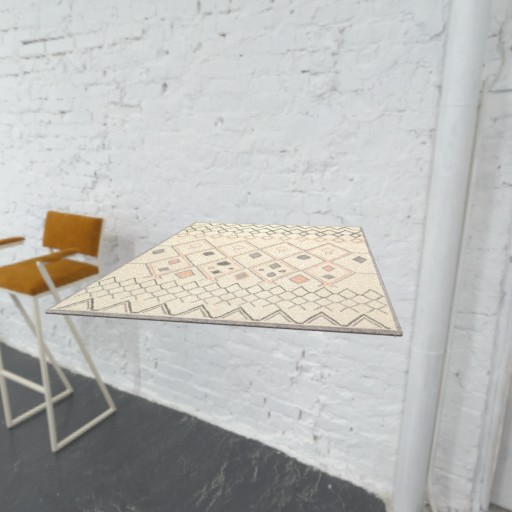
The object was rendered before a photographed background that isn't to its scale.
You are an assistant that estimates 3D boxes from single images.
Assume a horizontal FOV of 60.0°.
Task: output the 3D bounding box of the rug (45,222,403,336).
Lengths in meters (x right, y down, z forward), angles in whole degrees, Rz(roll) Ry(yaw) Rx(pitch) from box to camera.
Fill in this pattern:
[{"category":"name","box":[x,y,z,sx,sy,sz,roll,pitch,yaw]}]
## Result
[{"category":"rug","box":[0.000,0.000,2.343,1.219,0.016,1.829,2,14,9]}]
